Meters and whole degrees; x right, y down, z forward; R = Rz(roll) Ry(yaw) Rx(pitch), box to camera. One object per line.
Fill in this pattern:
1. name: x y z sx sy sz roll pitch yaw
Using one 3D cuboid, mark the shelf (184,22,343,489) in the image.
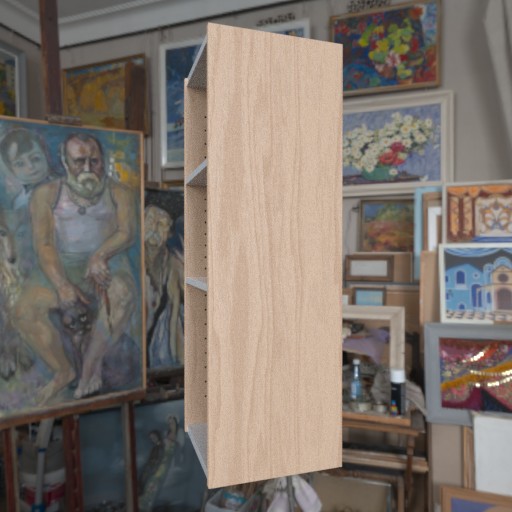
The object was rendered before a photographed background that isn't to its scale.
1. shelf: 0.000 0.000 1.042 0.290 0.900 0.300 0 1 -18
